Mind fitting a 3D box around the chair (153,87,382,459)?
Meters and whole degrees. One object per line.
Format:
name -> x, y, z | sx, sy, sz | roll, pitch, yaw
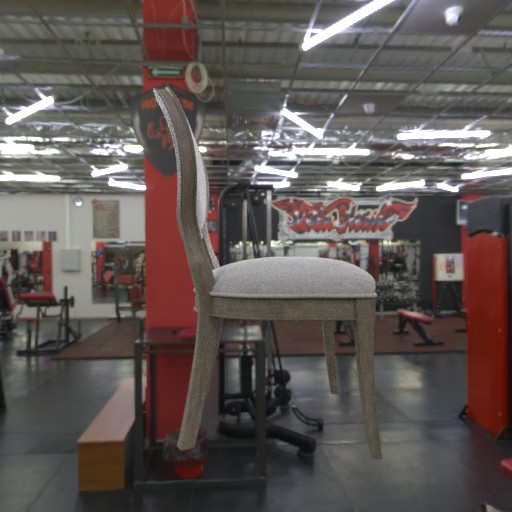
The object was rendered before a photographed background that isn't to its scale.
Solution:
chair -> 0.000, 0.000, 1.339 | 0.602, 0.990, 0.558 | 0, 0, -1
